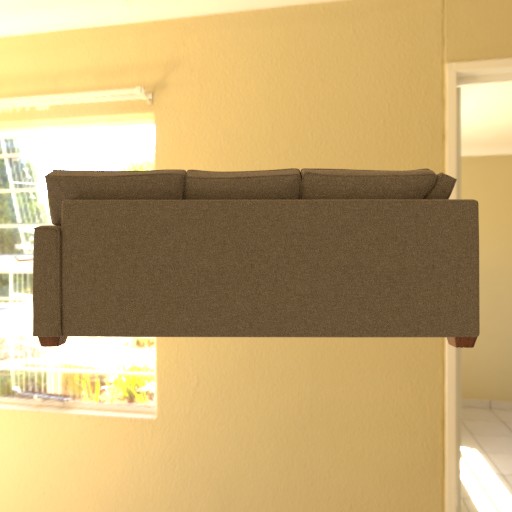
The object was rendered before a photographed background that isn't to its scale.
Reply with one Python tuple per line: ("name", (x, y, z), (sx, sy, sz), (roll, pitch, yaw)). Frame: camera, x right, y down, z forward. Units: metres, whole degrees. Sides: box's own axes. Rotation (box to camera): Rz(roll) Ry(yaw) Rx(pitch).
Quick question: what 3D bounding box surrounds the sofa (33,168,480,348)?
("sofa", (0.000, 0.000, 2.795), (2.317, 0.962, 1.061), (0, 0, 1))
